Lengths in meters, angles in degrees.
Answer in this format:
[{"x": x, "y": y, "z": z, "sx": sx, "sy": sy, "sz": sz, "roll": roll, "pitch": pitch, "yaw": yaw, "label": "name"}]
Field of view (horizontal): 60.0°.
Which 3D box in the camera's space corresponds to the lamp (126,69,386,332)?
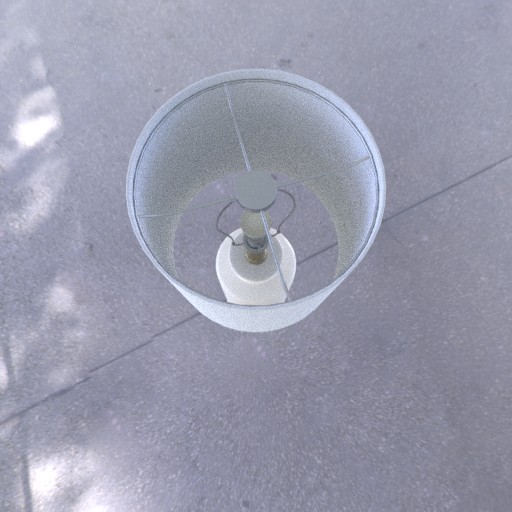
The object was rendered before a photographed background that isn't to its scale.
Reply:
[{"x": 0.000, "y": 0.000, "z": 0.599, "sx": 0.212, "sy": 0.493, "sz": 0.212, "roll": -15, "pitch": 76, "yaw": -4, "label": "lamp"}]
